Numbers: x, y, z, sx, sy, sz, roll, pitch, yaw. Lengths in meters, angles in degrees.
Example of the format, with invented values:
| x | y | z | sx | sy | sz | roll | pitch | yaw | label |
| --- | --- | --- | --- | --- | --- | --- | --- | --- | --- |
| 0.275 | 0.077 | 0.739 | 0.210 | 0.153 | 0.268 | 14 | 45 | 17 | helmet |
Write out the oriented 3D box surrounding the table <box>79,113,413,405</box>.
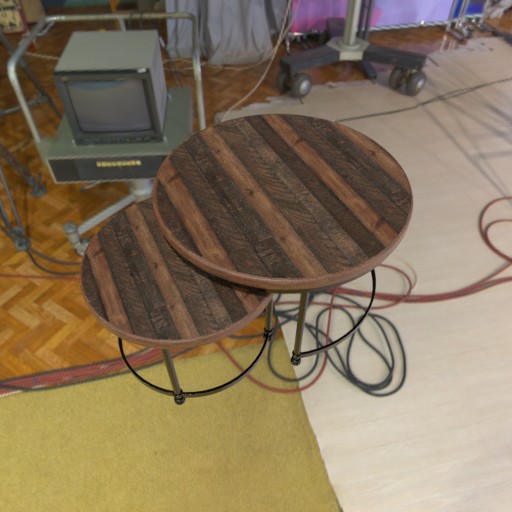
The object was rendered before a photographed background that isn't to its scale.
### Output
| x | y | z | sx | sy | sz | roll | pitch | yaw | label |
| --- | --- | --- | --- | --- | --- | --- | --- | --- | --- |
| 0.000 | 0.000 | 1.617 | 0.870 | 0.516 | 1.152 | 31 | 55 | 24 | table |
